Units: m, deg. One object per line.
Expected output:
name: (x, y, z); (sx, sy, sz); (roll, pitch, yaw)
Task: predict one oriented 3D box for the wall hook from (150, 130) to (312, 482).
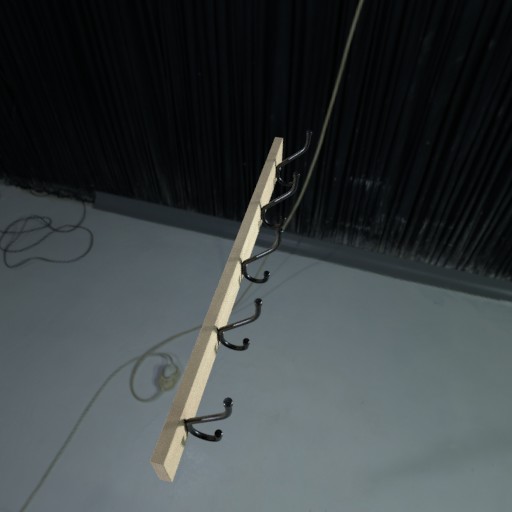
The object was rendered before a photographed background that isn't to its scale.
wall hook: (0.000, 0.000, 0.610); (0.071, 0.117, 0.571); (11, 49, 9)
